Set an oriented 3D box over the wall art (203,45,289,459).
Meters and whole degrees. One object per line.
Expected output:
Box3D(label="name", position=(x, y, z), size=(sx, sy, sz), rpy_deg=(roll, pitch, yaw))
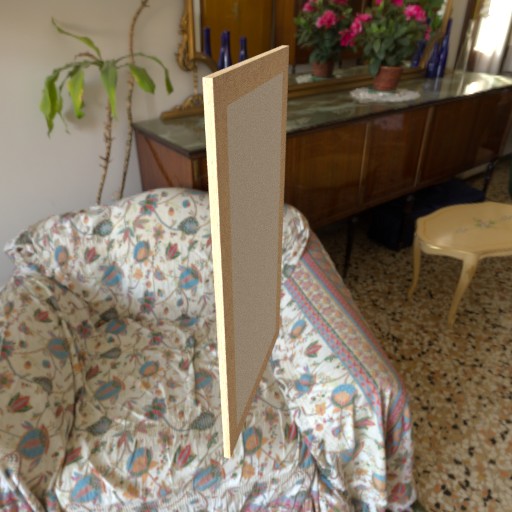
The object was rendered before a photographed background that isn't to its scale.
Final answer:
Box3D(label="wall art", position=(0.000, 0.000, 0.832), size=(0.013, 0.683, 0.381), rpy_deg=(9, 32, 14))
